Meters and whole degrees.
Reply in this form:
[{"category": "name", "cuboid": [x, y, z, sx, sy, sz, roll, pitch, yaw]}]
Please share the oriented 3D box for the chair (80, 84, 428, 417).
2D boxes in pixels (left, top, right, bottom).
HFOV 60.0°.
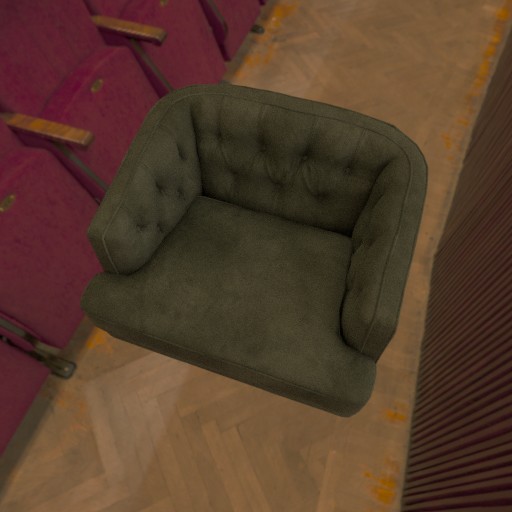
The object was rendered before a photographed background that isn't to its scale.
[{"category": "chair", "cuboid": [0.000, 0.000, 1.777, 1.104, 0.852, 0.941, 16, 60, 10]}]
